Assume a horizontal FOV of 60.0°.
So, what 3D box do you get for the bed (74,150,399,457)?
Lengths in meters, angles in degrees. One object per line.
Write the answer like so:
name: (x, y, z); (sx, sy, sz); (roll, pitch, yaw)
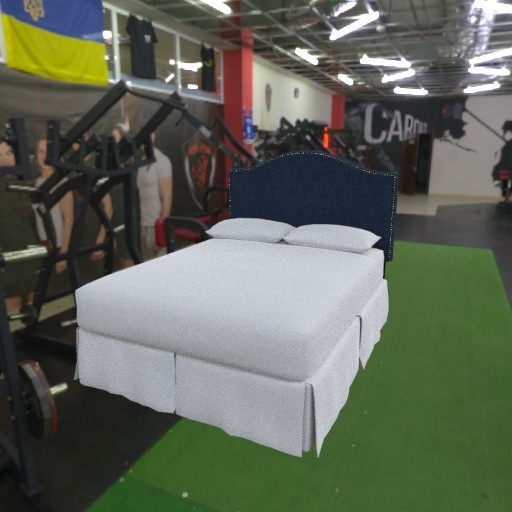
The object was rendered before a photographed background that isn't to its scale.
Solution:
bed: (0.000, 0.000, 3.337); (1.725, 1.518, 2.153); (7, 16, 25)
